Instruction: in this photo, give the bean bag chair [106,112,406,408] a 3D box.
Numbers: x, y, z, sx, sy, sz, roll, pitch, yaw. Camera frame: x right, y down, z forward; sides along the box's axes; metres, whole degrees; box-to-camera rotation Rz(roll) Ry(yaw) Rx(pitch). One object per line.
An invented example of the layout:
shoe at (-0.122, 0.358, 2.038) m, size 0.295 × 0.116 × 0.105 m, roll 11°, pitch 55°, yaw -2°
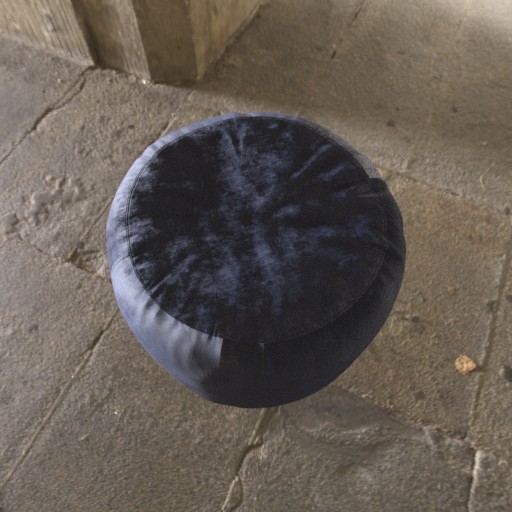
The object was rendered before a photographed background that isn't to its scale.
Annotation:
bean bag chair at (0.000, 0.000, 1.968) m, size 1.219 × 0.762 × 1.219 m, roll 0°, pitch 62°, yaw 0°
